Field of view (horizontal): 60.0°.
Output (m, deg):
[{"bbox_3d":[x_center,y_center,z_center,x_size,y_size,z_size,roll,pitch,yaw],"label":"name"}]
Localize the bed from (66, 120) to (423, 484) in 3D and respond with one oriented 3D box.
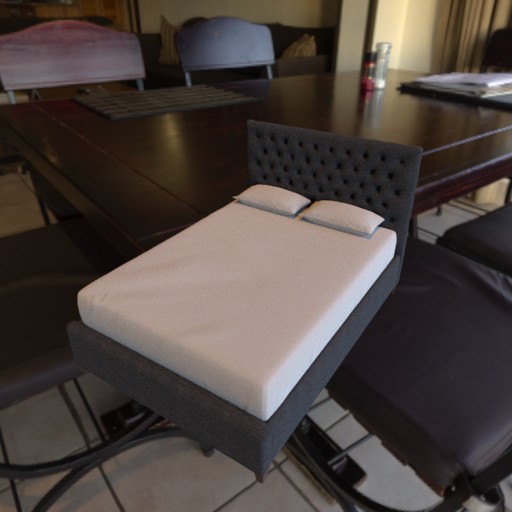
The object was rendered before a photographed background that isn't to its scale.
[{"bbox_3d":[0.000,0.000,3.446,1.698,1.427,2.387,18,35,28],"label":"bed"}]
